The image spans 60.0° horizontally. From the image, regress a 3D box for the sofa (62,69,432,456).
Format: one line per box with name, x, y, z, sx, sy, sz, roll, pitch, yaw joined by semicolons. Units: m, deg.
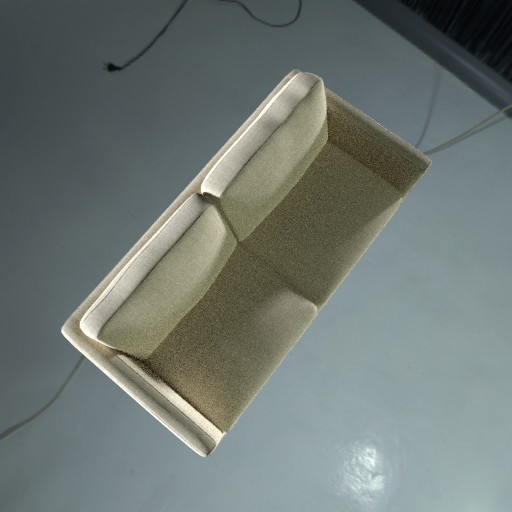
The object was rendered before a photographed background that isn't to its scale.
sofa;0.000;0.000;2.476;0.950;0.963;1.884;38;79;9
